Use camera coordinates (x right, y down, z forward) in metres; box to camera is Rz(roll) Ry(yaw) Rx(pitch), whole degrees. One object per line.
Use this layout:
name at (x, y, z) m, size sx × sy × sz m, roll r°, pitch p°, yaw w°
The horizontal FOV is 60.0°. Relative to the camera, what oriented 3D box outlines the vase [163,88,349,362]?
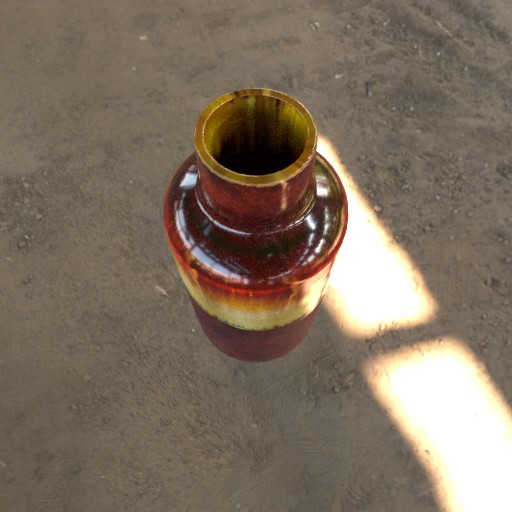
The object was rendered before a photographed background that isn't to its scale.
vase at (0.000, 0.000, 0.321) m, size 0.111 × 0.261 × 0.111 m, roll 0°, pitch 64°, yaw 0°
